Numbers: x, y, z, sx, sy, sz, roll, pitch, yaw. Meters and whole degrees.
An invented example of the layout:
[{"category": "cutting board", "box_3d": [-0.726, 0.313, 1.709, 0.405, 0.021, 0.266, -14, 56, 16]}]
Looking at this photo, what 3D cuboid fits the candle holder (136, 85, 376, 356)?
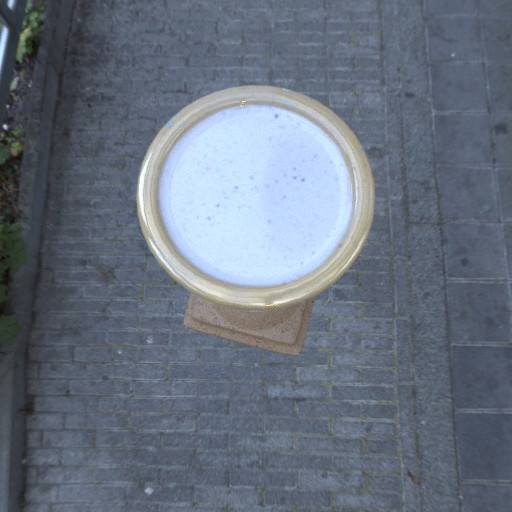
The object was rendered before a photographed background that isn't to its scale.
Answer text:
[{"category": "candle holder", "box_3d": [0.000, 0.000, 0.302, 0.110, 0.239, 0.110, 14, 77, 3]}]
